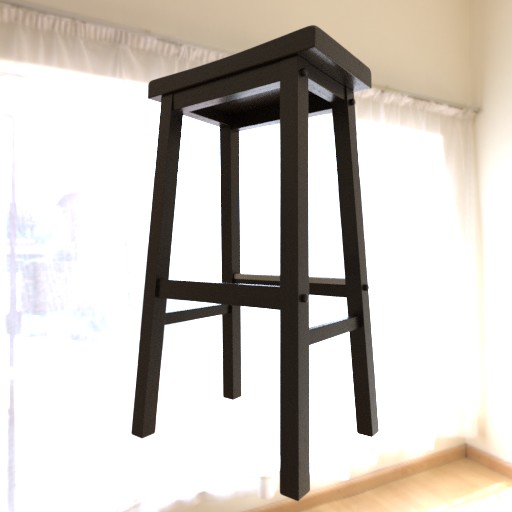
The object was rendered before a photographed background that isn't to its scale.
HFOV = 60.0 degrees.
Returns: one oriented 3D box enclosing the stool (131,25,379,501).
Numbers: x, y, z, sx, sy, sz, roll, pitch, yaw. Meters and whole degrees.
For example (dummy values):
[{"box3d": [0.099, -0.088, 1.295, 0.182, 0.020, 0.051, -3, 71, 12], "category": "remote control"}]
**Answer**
[{"box3d": [0.000, 0.000, 0.919, 0.406, 0.742, 0.322, 1, 1, 37], "category": "stool"}]
